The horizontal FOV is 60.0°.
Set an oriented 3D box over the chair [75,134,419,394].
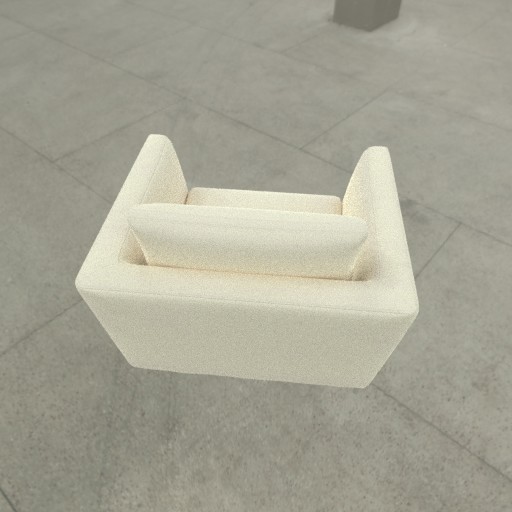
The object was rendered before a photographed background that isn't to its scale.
[{"bbox_3d":[0.000,0.000,1.768,1.041,0.865,0.889,4,46,4],"label":"chair"}]
